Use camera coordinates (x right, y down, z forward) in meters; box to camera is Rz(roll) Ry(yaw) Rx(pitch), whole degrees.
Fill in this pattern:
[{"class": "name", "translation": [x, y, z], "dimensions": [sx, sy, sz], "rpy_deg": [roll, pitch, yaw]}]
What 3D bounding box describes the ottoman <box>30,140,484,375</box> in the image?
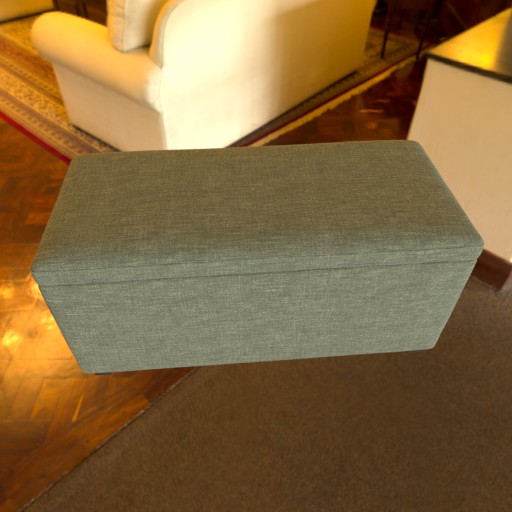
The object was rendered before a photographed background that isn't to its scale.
[{"class": "ottoman", "translation": [0.000, 0.000, 1.117], "dimensions": [0.902, 0.432, 0.419], "rpy_deg": [-3, 45, -3]}]
